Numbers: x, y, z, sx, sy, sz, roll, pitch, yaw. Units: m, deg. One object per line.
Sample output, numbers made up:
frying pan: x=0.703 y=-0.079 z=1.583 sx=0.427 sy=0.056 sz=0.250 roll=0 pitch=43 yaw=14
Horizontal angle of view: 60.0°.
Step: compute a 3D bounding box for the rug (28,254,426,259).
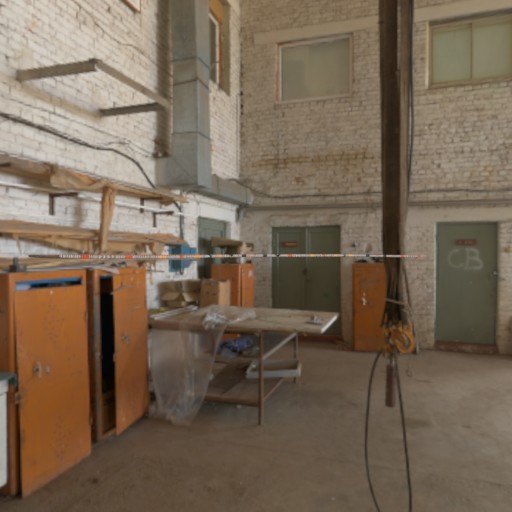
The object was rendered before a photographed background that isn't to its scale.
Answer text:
rug: x=0.000 y=0.000 z=2.720 sx=2.419 sy=0.022 sz=0.744 roll=0 pitch=0 yaw=-36
